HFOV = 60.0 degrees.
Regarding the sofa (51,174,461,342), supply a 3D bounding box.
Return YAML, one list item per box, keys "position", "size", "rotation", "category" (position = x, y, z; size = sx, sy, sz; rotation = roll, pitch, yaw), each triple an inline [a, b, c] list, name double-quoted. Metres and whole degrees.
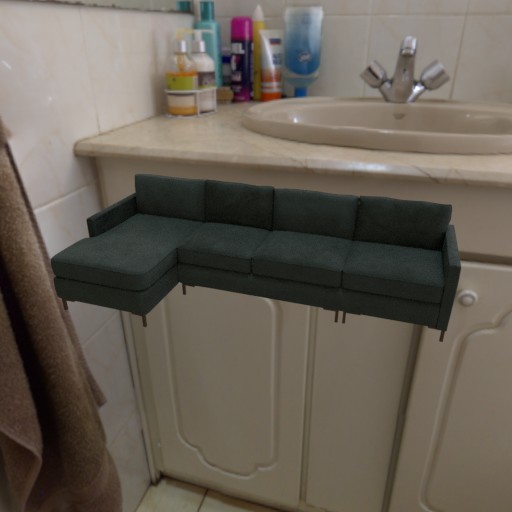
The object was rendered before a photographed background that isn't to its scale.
- position: [0.000, 0.000, 4.069]
  size: [3.400, 0.967, 1.500]
  rotation: [8, 27, 17]
  category: "sofa"
